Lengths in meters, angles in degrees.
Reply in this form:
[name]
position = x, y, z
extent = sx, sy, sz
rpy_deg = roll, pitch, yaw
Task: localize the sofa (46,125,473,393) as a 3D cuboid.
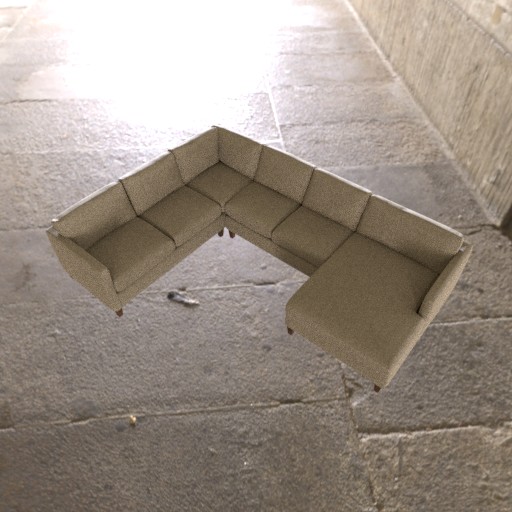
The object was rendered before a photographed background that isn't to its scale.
[sofa]
position = 0.000, 0.000, 4.569
extent = 3.460, 0.959, 2.593
rpy_deg = 31, 54, 26
